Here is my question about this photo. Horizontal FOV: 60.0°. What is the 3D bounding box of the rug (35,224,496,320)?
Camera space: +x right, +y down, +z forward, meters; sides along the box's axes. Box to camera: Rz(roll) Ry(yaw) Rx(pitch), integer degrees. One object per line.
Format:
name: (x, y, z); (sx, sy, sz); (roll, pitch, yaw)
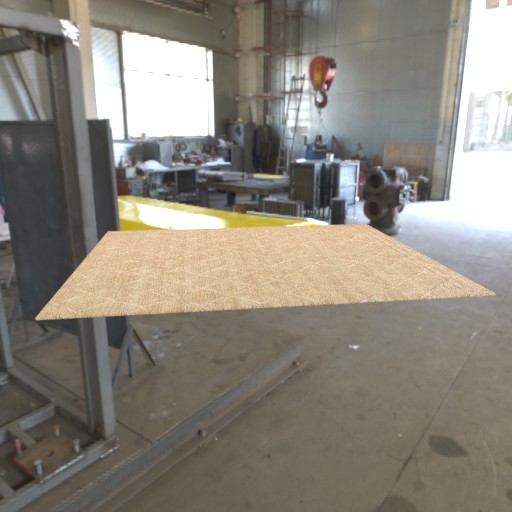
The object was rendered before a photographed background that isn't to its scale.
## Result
rug: (0.000, 0.000, 4.038); (3.039, 0.019, 2.420); (-2, 16, -8)
